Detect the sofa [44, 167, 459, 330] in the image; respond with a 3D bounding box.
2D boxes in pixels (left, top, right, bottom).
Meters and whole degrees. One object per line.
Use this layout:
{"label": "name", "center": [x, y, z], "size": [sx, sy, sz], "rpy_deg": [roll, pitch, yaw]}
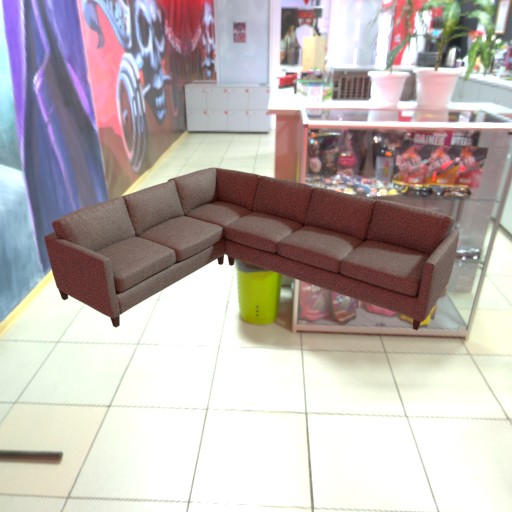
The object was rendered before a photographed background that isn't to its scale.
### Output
{"label": "sofa", "center": [0.000, 0.000, 4.486], "size": [3.302, 0.947, 2.593], "rpy_deg": [18, 32, 31]}
